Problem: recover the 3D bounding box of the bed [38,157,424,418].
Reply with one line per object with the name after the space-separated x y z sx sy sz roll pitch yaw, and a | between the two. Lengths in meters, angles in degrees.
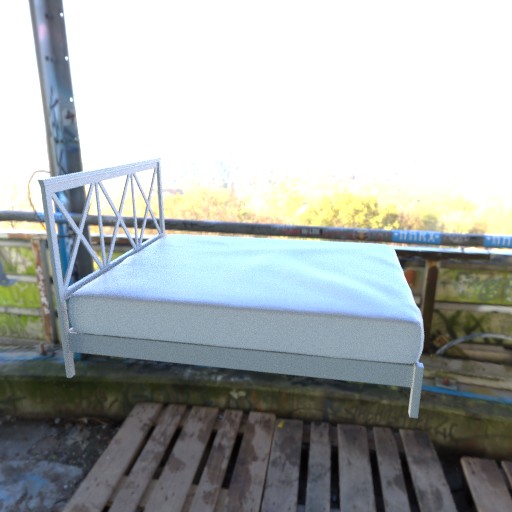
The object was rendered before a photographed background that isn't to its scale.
0.000 0.000 3.218 2.135 1.253 1.673 3 17 10 | bed
